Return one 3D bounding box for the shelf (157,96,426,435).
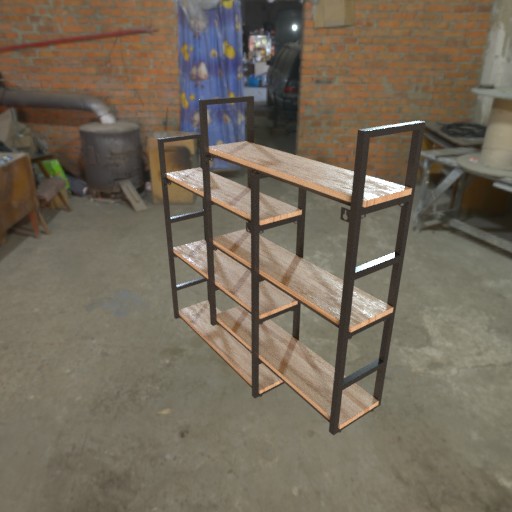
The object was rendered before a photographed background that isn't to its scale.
[{"bbox_3d":[0.000,0.000,1.400,0.183,0.921,0.946,-17,30,-32],"label":"shelf"}]
